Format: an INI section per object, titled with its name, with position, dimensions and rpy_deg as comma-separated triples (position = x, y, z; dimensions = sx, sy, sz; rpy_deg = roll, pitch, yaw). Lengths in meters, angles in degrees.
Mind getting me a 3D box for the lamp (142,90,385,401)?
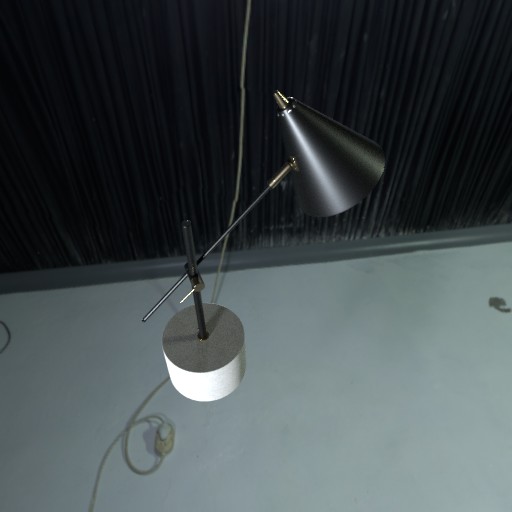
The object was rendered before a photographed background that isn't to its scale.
[lamp]
position = 0.000, 0.000, 0.735
dimensions = 0.403, 0.518, 0.214
rpy_deg = -10, 47, -9
